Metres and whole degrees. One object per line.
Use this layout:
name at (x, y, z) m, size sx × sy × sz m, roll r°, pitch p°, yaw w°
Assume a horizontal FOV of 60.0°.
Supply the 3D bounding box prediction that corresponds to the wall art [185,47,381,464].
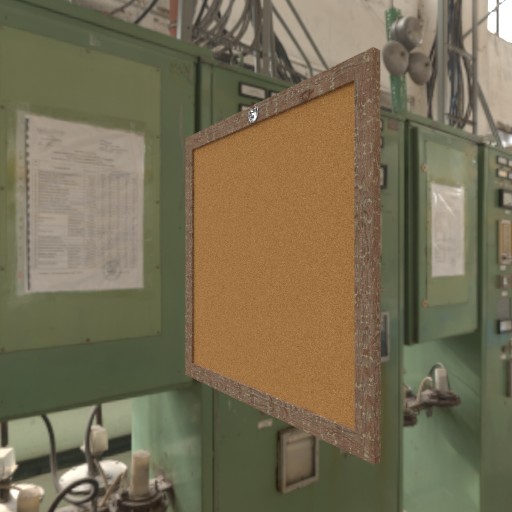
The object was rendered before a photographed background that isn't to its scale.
wall art at (0.000, 0.000, 0.566) m, size 0.012 × 0.384 × 0.384 m, roll 0°, pitch 0°, yaw -35°
